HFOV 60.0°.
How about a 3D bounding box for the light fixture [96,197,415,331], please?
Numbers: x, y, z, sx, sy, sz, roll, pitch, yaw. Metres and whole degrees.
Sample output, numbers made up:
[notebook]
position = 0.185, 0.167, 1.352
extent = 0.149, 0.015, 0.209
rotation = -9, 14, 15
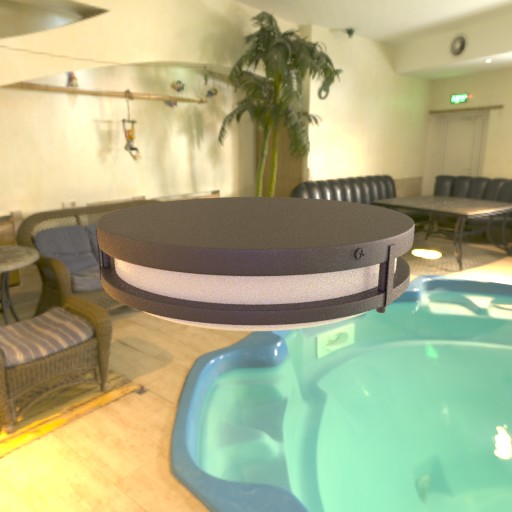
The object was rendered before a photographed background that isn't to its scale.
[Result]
[light fixture]
position = 0.000, 0.000, 0.534
extent = 0.356, 0.102, 0.356
rotation = 0, 14, 0
